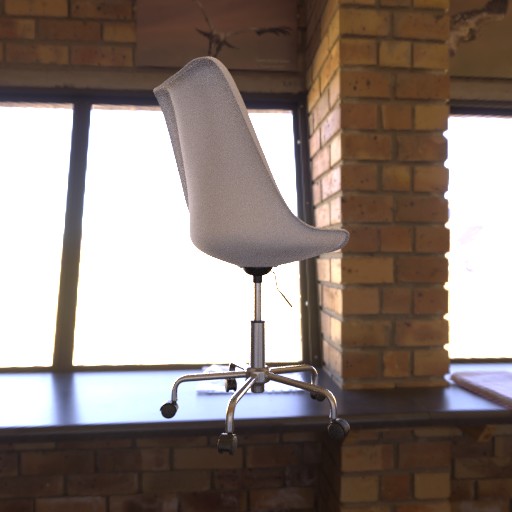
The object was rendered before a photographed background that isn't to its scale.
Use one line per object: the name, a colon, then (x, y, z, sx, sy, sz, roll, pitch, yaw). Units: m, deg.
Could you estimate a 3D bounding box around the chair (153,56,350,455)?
chair: (0.000, 0.000, 1.283, 0.550, 0.930, 0.550, 0, 0, -36)
